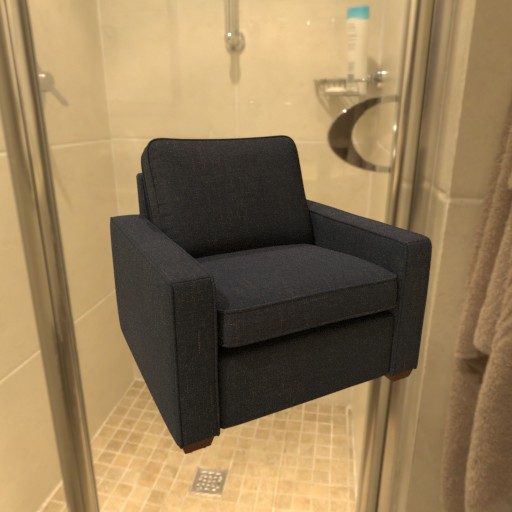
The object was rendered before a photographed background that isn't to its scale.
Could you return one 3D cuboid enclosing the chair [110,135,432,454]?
[{"bbox_3d":[0.000,0.000,1.809,1.017,0.919,0.940,-9,20,-26],"label":"chair"}]
